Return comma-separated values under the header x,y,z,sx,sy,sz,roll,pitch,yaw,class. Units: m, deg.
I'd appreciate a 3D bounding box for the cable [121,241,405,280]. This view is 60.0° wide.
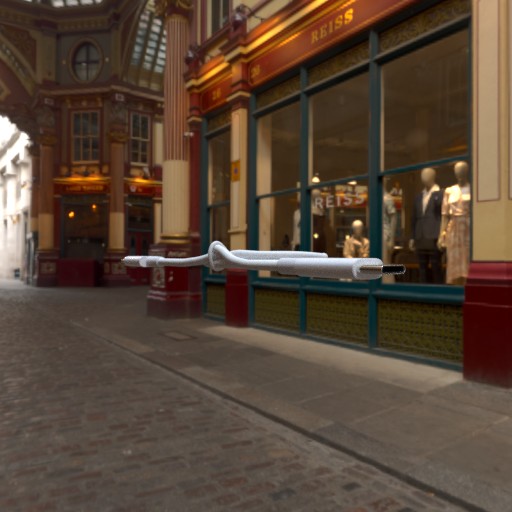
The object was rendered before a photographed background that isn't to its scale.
x,y,z,sx,sy,sz,roll,pitch,yaw,class
0.000,0.000,0.223,0.070,0.014,0.203,0,0,-37,cable
